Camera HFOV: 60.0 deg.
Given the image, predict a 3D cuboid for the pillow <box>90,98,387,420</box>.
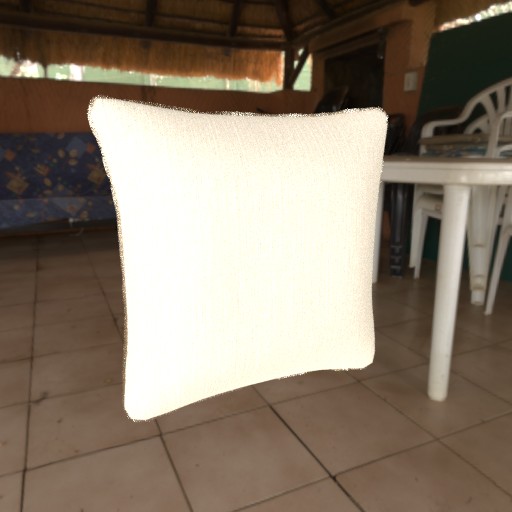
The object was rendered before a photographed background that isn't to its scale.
[{"bbox_3d":[0.000,0.000,0.799,0.538,0.525,0.216,-7,15,-25],"label":"pillow"}]
